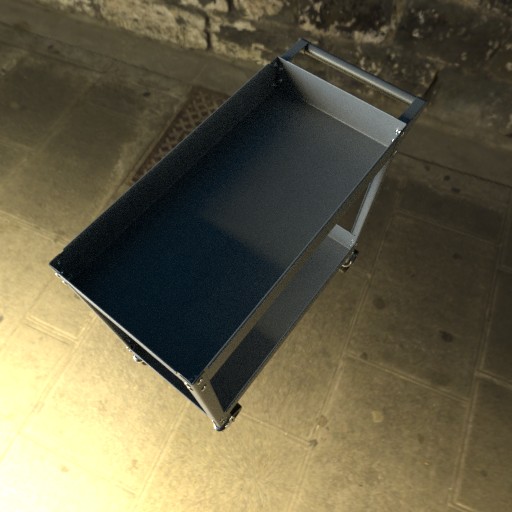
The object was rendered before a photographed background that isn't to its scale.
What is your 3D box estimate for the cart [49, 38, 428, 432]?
[{"bbox_3d":[0.000,0.000,1.175,0.366,0.719,0.779,35,68,16],"label":"cart"}]
